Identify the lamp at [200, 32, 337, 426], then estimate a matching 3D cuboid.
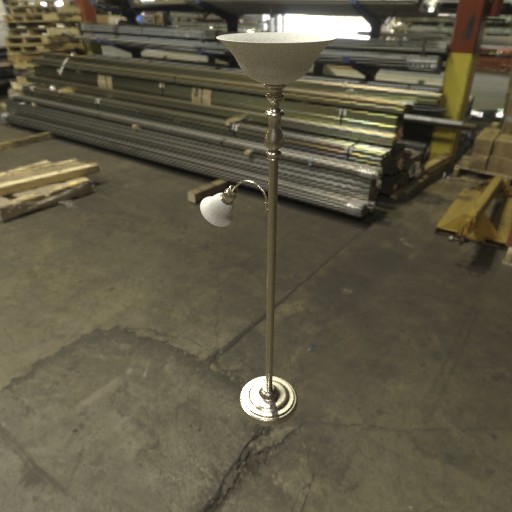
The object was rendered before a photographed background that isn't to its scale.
[{"bbox_3d":[0.000,0.000,2.000,0.575,1.785,0.405,20,36,30],"label":"lamp"}]
